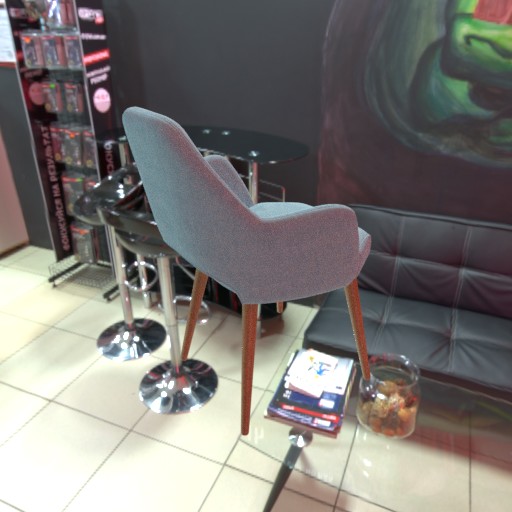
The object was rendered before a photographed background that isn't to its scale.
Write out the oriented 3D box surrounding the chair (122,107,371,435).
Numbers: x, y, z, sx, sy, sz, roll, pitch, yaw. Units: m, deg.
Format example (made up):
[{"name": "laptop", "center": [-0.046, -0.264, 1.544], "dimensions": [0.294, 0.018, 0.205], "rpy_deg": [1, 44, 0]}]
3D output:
[{"name": "chair", "center": [0.000, 0.000, 1.259], "dimensions": [0.610, 0.840, 0.590], "rpy_deg": [-17, 31, -30]}]
